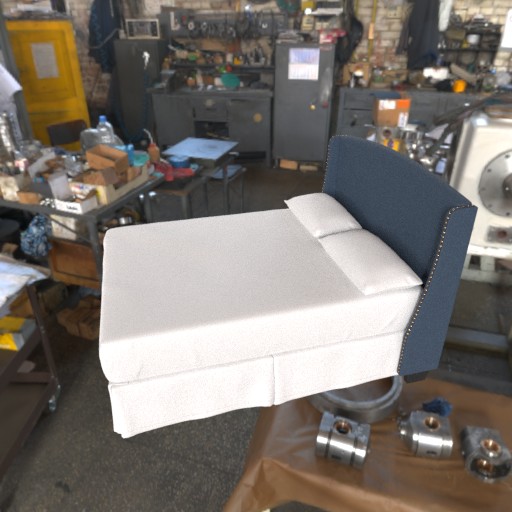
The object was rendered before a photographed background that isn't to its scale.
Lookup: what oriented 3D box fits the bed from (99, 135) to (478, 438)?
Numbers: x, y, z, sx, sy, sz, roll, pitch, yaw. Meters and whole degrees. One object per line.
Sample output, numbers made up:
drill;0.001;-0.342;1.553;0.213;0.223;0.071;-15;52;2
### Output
bed;0.000;0.000;3.296;2.237;1.407;1.710;-8;30;-13
